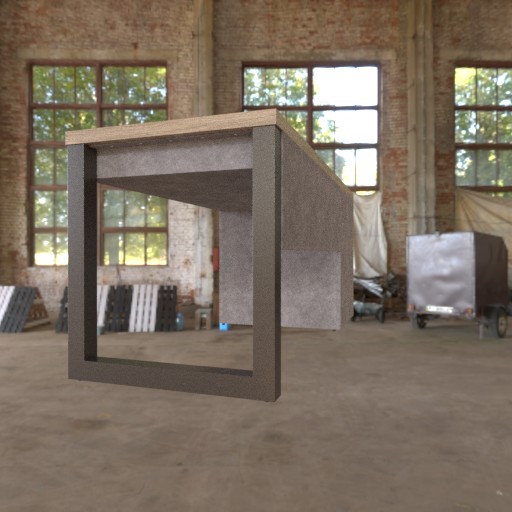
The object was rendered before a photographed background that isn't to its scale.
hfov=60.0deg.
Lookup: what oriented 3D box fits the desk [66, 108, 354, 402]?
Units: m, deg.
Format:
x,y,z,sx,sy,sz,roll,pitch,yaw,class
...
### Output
x,y,z,sx,sy,sz,roll,pitch,yaw,class
0.000,0.000,2.044,0.690,0.760,1.700,0,0,19,desk
